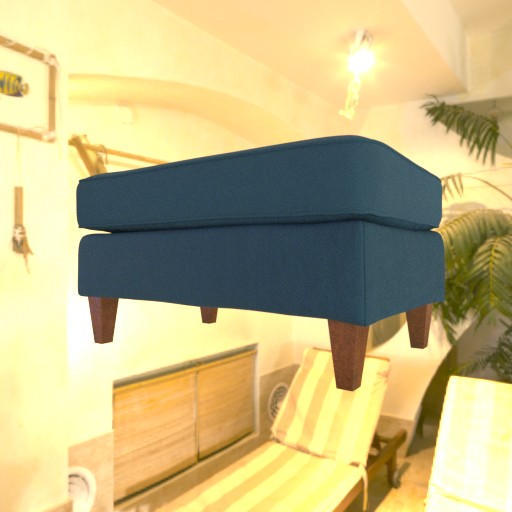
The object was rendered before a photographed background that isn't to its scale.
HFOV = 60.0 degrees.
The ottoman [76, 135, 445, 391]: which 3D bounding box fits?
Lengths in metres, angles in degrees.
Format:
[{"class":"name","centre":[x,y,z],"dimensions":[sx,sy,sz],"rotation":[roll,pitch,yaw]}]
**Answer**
[{"class":"ottoman","centre":[0.000,0.000,1.208],"dimensions":[0.862,0.484,0.583],"rotation":[0,0,35]}]
